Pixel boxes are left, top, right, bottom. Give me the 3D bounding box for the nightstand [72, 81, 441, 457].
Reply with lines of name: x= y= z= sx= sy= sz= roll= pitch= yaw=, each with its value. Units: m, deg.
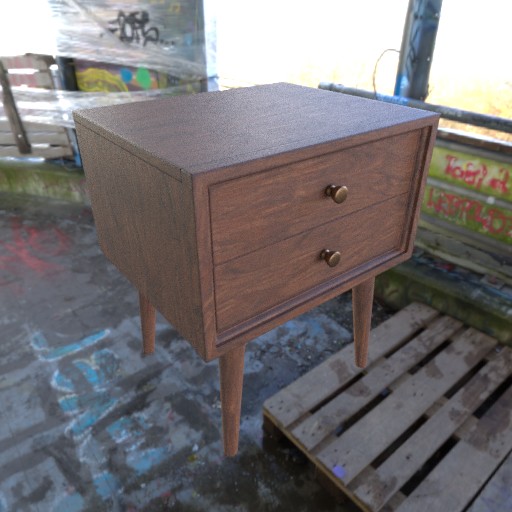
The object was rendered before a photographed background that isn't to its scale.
nightstand: x=0.000 y=0.000 z=0.961 sx=0.521 sy=0.607 sz=0.445 roll=-22 pitch=37 yaw=-32
